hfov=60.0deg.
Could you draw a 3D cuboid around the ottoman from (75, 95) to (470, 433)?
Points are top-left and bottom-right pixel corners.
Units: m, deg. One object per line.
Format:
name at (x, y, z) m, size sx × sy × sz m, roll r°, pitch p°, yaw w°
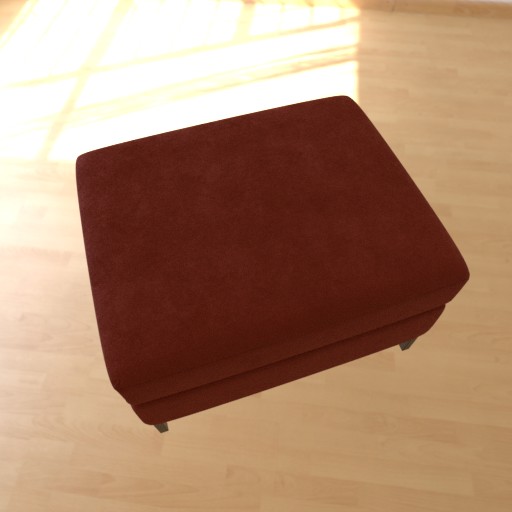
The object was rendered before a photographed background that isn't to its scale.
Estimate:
ottoman at (0.000, 0.000, 1.188) m, size 0.782 × 0.462 × 0.650 m, roll -16°, pitch 59°, yaw -10°
